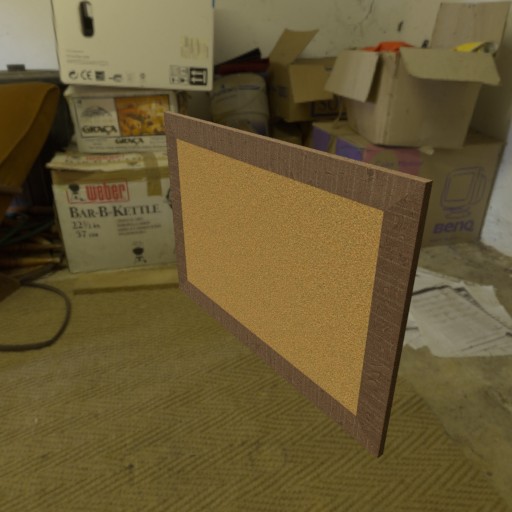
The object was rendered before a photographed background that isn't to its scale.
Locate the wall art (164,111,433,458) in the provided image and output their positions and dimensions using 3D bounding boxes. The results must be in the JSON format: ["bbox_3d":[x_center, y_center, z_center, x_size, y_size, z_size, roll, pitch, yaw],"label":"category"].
[{"bbox_3d":[0.000,0.000,1.170,0.019,0.626,0.917,-18,32,-33],"label":"wall art"}]
